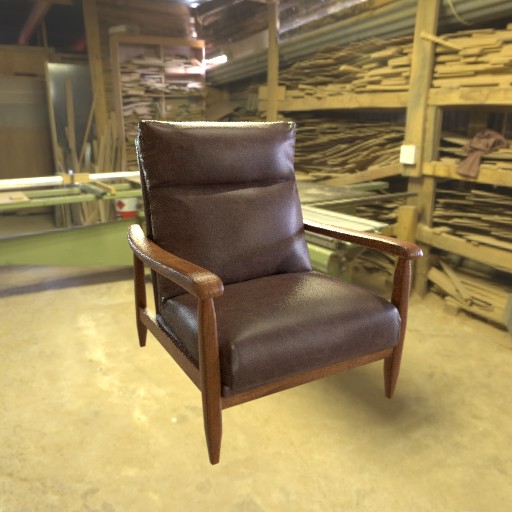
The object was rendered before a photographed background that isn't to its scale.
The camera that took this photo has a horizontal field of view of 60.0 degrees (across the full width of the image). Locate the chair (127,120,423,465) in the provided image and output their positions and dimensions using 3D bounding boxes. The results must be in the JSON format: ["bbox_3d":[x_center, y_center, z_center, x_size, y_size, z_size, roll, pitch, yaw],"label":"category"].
[{"bbox_3d":[0.000,0.000,1.529,0.782,0.897,0.830,-9,18,-27],"label":"chair"}]
